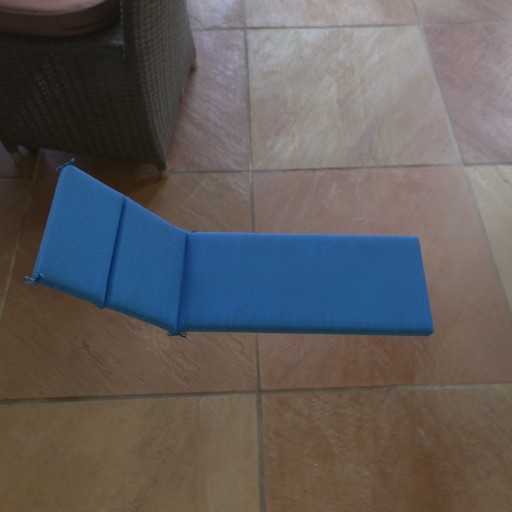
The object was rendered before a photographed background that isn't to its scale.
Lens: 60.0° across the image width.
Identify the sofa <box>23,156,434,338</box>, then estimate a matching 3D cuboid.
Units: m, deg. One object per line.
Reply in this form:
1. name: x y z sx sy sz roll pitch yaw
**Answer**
1. sofa: 0.000 0.000 1.945 1.663 0.622 0.582 1 63 1
